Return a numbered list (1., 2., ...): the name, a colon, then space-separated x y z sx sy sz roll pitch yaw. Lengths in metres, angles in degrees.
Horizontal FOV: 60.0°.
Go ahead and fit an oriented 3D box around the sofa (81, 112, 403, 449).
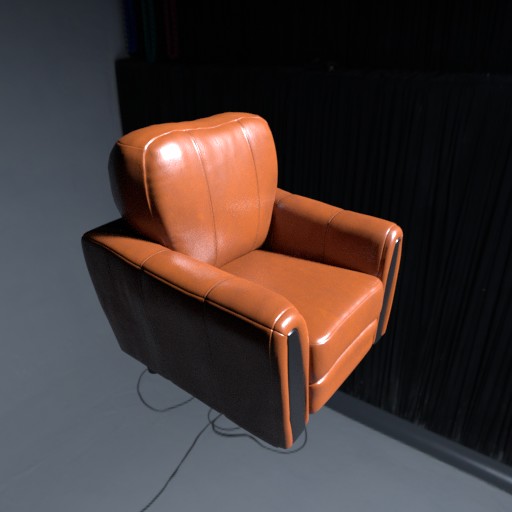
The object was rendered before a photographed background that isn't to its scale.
1. sofa: 0.000 0.000 1.528 0.789 0.876 0.836 18 31 33
